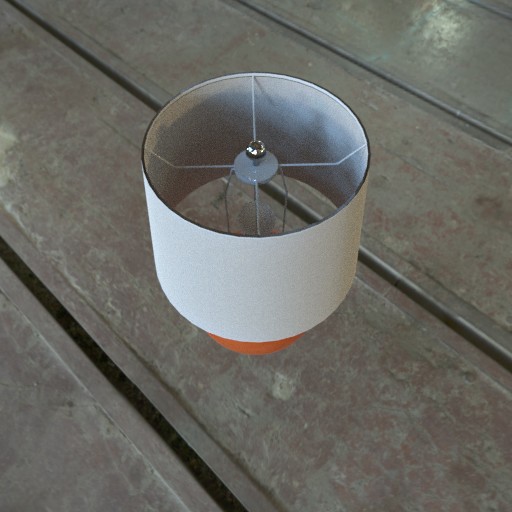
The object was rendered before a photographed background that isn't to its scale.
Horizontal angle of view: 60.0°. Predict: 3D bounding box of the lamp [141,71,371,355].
[{"bbox_3d":[0.000,0.000,0.563,0.247,0.387,0.247,0,58,0],"label":"lamp"}]
